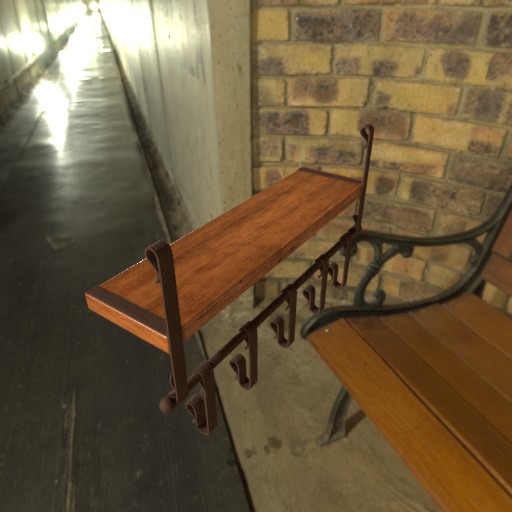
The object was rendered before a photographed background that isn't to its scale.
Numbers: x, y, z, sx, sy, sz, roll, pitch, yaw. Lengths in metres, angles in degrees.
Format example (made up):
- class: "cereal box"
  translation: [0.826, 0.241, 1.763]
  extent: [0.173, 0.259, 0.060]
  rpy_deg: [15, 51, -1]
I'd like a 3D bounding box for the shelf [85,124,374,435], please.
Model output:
- class: "shelf"
  translation: [0.000, 0.000, 0.725]
  extent: [0.146, 0.330, 0.567]
  rpy_deg: [20, 37, 29]
